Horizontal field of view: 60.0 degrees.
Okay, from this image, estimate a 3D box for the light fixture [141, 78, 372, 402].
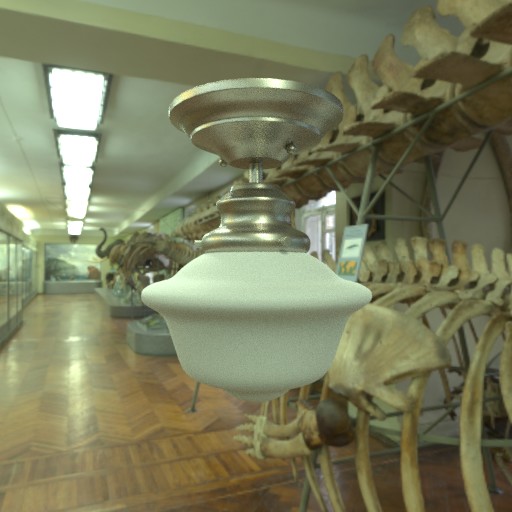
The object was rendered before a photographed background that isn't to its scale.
[{"bbox_3d":[0.000,0.000,0.393,0.199,0.254,0.199,0,-1,0],"label":"light fixture"}]
